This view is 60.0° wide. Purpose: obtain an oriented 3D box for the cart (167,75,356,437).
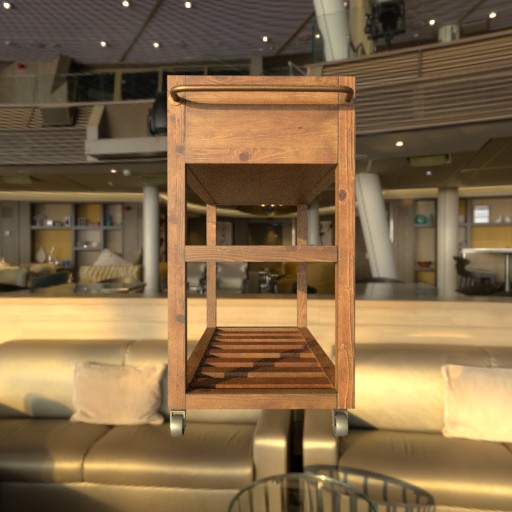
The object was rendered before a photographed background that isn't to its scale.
[{"bbox_3d":[0.000,0.000,1.469,0.445,0.830,1.065,0,1,-1],"label":"cart"}]
